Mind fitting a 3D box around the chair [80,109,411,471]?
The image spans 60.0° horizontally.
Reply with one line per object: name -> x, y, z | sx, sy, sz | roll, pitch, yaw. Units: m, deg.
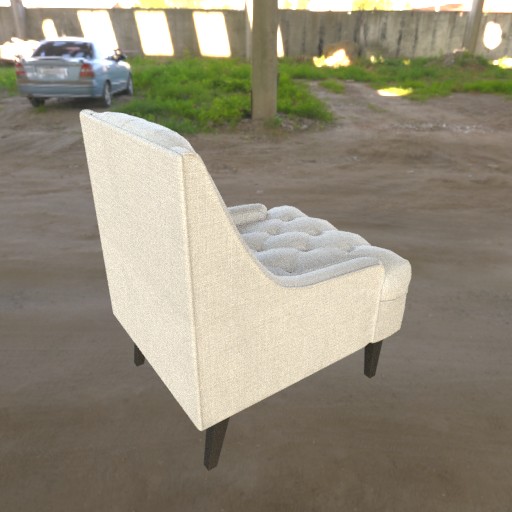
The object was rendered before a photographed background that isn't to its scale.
chair -> 0.000, 0.000, 1.392 | 0.772, 0.891, 0.658 | -17, 31, -31
